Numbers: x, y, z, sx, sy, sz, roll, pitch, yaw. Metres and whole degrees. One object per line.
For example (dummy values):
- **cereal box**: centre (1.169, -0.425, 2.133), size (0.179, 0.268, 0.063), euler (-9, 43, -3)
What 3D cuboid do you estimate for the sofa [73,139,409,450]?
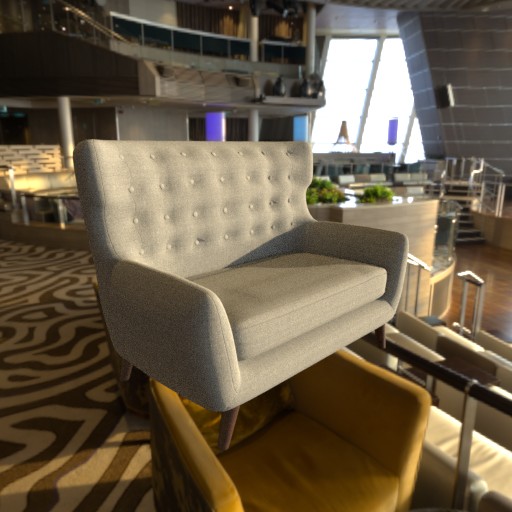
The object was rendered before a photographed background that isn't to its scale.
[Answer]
- **sofa**: centre (0.000, 0.000, 2.032), size (0.884, 1.028, 1.386), euler (13, 19, 43)
